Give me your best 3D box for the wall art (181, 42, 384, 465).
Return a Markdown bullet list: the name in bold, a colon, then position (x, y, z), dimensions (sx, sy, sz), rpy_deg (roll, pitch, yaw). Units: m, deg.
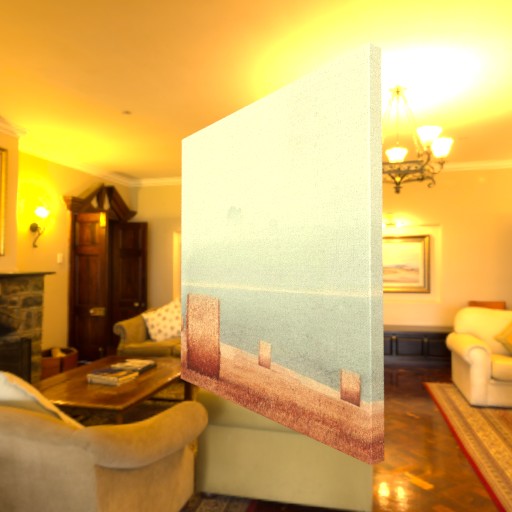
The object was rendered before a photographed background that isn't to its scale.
- **wall art**: position (0.000, 0.000, 0.887), dimensions (0.034, 0.605, 0.605), rpy_deg (1, -2, -36)
